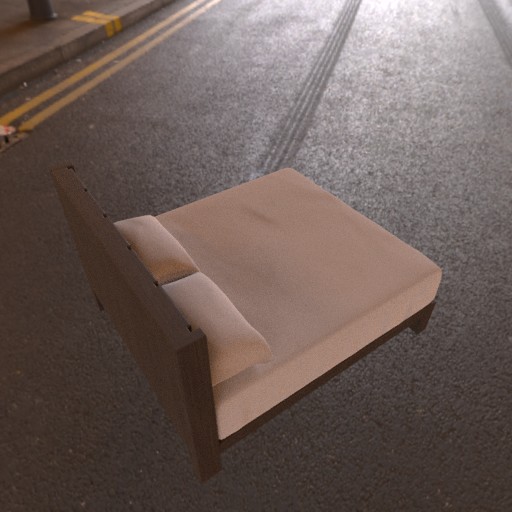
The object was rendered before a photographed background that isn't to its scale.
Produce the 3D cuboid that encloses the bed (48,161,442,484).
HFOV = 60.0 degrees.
[{"bbox_3d":[0.000,0.000,3.111,1.992,1.261,1.735,-25,47,-26],"label":"bed"}]
